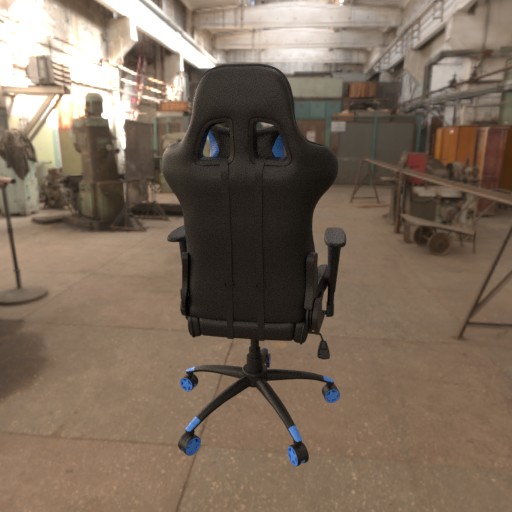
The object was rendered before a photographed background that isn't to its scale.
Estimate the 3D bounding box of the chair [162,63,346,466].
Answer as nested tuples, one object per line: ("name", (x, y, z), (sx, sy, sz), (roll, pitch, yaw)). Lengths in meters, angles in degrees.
("chair", (0.000, 0.000, 1.693), (0.695, 1.282, 0.730), (2, 15, 8))
